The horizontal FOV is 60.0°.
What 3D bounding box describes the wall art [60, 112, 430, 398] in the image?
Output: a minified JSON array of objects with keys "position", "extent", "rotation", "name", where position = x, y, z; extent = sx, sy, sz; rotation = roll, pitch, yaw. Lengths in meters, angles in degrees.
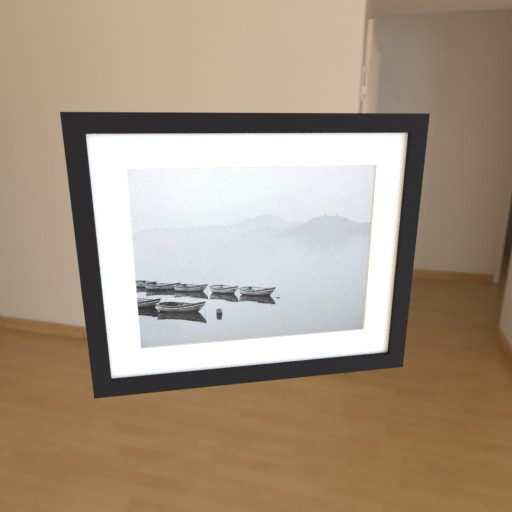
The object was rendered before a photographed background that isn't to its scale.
[{"position":[0.000,0.000,0.529],"extent":[0.397,0.325,0.028],"rotation":[-3,17,-10],"name":"wall art"}]
